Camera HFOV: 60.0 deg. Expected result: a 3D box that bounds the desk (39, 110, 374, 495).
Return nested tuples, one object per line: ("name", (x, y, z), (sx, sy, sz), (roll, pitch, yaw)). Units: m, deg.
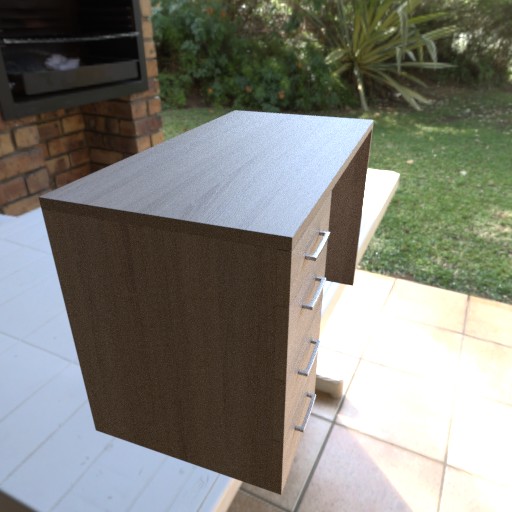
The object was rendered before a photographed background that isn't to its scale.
("desk", (0.000, 0.000, 1.499), (0.600, 0.731, 1.100), (10, 30, 18))
